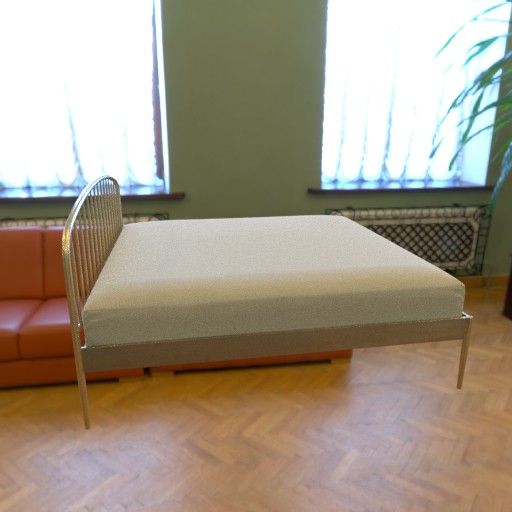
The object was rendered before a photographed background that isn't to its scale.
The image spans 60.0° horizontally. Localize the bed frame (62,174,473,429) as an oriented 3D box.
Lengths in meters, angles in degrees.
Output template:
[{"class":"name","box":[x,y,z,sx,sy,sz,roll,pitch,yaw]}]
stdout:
[{"class":"bed frame","box":[0.000,0.000,3.241,2.152,1.174,2.016,-3,17,-9]}]
